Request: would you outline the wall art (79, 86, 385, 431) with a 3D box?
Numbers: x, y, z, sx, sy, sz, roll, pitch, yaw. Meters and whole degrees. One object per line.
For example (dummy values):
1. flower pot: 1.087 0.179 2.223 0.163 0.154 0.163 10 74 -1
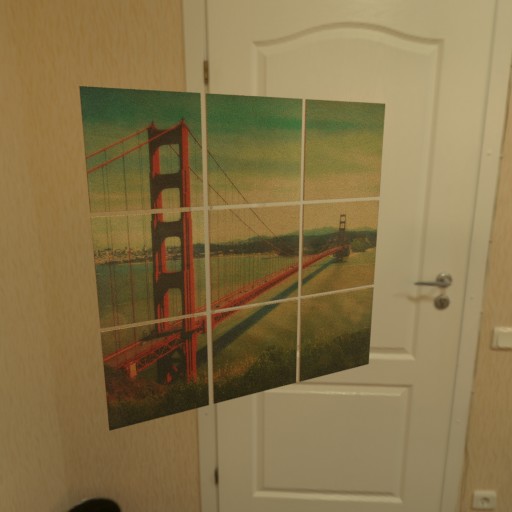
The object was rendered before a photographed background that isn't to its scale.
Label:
1. wall art: 0.000 0.000 2.209 1.519 1.507 0.014 -6 15 -25
